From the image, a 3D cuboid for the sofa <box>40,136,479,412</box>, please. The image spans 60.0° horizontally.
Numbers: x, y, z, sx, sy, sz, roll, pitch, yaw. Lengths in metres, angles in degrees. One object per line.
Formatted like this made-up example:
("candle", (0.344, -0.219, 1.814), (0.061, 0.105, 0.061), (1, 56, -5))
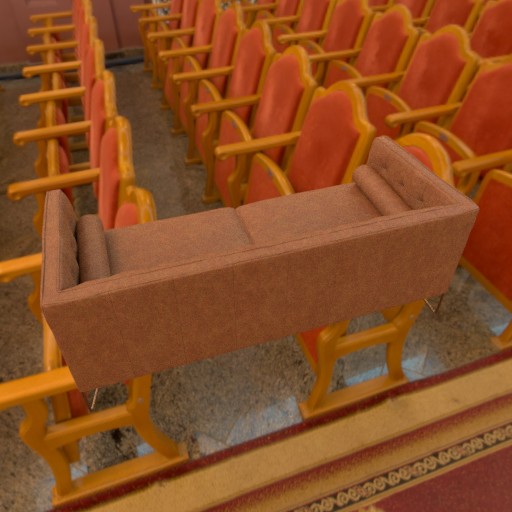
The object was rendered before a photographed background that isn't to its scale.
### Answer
("sofa", (0.000, 0.000, 2.516), (2.079, 0.798, 0.912), (-13, 42, -14))
